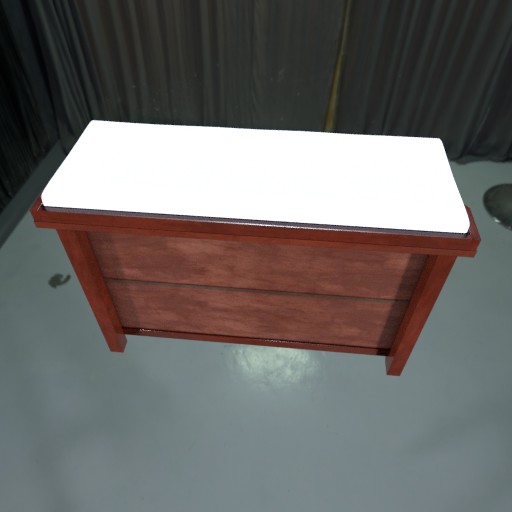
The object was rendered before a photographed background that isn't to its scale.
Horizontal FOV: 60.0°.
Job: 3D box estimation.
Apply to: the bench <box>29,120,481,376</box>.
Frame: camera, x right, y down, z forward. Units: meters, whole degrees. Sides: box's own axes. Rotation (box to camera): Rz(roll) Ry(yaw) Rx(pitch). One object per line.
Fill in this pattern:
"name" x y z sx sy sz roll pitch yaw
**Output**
"bench" 0.000 0.000 1.296 0.987 0.646 0.369 4 47 4
